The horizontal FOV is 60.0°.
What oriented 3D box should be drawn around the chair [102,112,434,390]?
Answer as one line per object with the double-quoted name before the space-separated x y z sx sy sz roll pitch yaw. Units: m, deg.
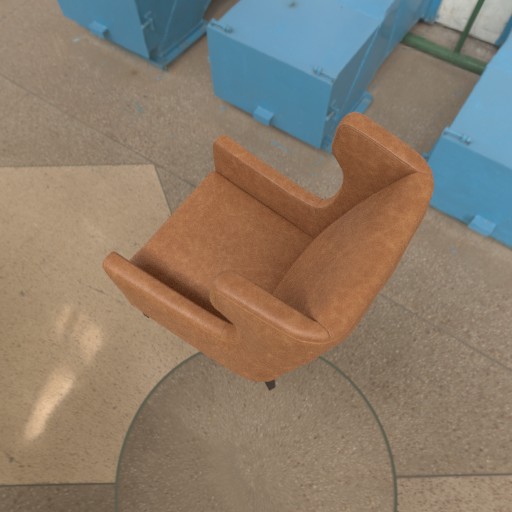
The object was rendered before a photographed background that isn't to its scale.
"chair" 0.000 0.000 1.678 0.899 1.079 0.766 32 68 15
